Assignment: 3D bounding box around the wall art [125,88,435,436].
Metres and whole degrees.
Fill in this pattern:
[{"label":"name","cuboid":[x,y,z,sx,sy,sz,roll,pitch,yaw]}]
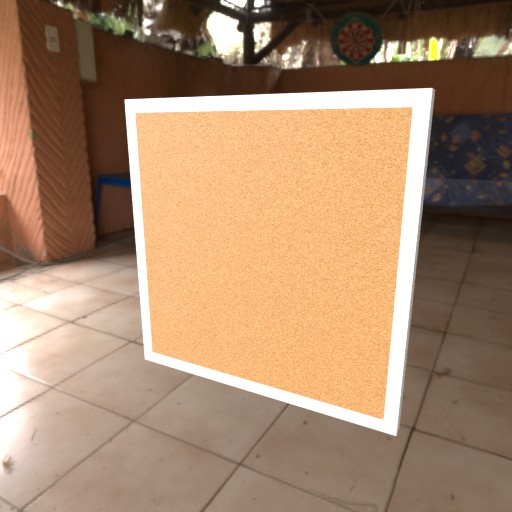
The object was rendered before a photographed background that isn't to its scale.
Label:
[{"label":"wall art","cuboid":[0.000,0.000,1.117,0.762,0.762,0.038,8,18,27]}]
